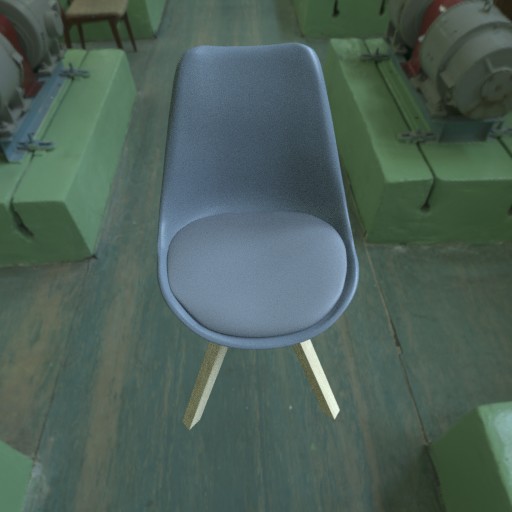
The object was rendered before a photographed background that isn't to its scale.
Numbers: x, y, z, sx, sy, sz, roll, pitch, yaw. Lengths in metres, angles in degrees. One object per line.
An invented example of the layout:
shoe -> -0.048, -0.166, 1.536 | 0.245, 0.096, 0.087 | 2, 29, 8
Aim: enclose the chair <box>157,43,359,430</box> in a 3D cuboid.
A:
chair -> 0.000, 0.000, 1.131 | 0.485, 0.850, 0.550 | -3, 47, -3
